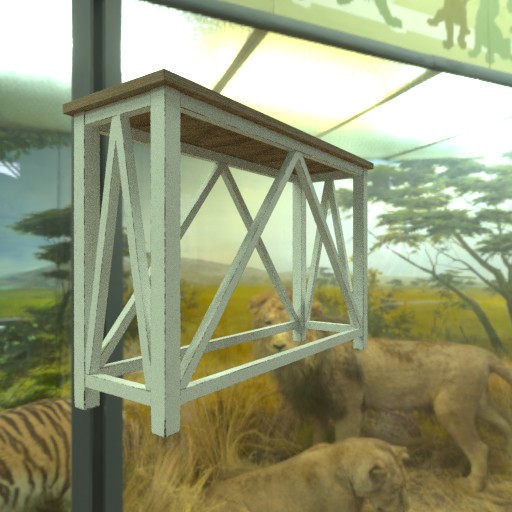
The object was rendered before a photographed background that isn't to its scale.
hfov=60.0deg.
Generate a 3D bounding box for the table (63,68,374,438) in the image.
[{"bbox_3d":[0.000,0.000,1.792,0.450,0.930,1.400,0,0,36],"label":"table"}]
